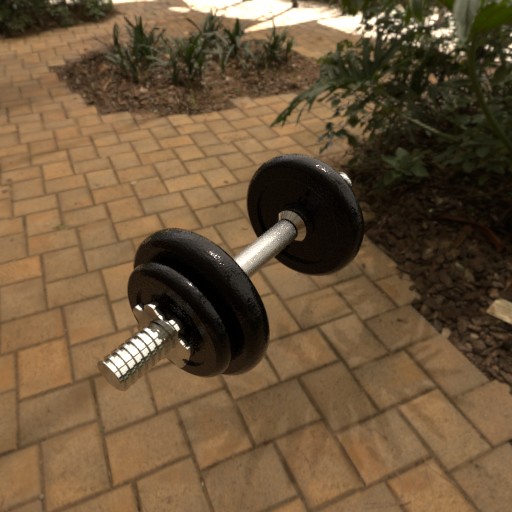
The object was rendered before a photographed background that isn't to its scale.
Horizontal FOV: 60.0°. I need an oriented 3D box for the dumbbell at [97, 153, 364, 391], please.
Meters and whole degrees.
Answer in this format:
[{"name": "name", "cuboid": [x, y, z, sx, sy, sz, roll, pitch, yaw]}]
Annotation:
[{"name": "dumbbell", "cuboid": [0.000, 0.000, 0.608, 0.202, 0.202, 0.497, 25, 45, 28]}]
